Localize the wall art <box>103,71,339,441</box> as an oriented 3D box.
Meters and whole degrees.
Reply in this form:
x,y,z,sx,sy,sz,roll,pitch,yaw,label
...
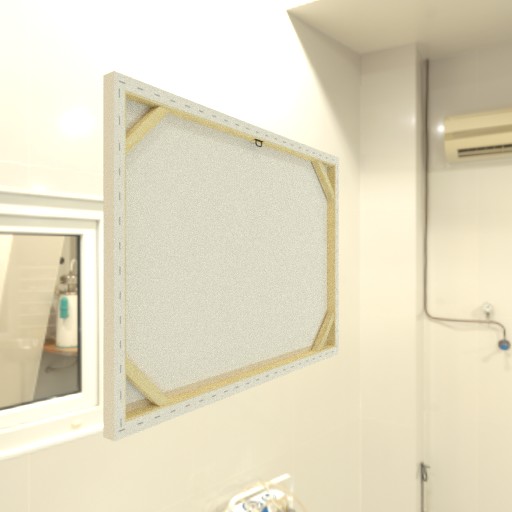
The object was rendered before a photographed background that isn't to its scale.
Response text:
x,y,z,sx,sy,sz,roll,pitch,yaw,label
0.000,0.000,1.327,0.038,0.762,1.016,0,0,37,wall art
